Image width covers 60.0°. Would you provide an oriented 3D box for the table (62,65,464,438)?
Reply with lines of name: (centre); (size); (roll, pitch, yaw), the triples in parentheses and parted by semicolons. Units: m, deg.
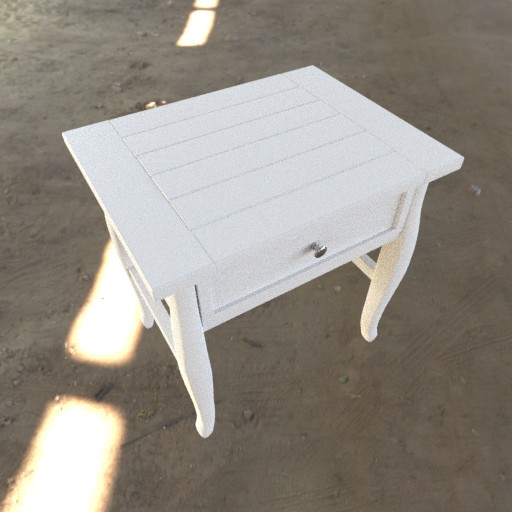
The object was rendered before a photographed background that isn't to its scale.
table: (0.000, 0.000, 1.043); (0.599, 0.605, 0.463); (-24, 51, -21)
